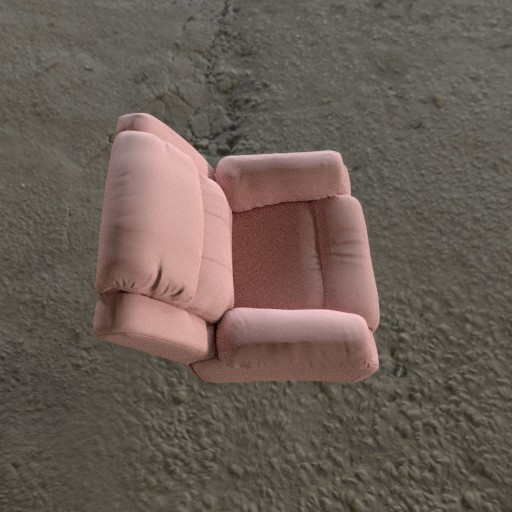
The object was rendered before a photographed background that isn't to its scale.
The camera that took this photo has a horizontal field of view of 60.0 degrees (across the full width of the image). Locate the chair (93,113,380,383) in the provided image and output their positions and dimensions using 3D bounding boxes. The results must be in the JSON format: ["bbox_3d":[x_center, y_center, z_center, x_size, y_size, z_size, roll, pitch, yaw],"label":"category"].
[{"bbox_3d":[0.000,0.000,1.278,0.709,0.702,0.680,-2,65,-1],"label":"chair"}]
